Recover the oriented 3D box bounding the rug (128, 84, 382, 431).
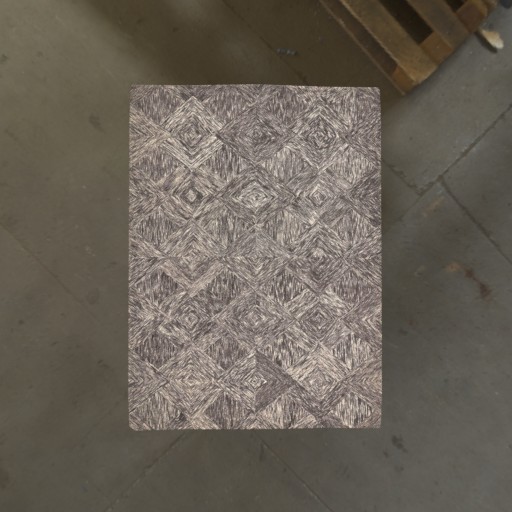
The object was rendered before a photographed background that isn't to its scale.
[{"bbox_3d":[0.000,0.000,5.258,2.997,0.020,4.093,0,89,-2],"label":"rug"}]
